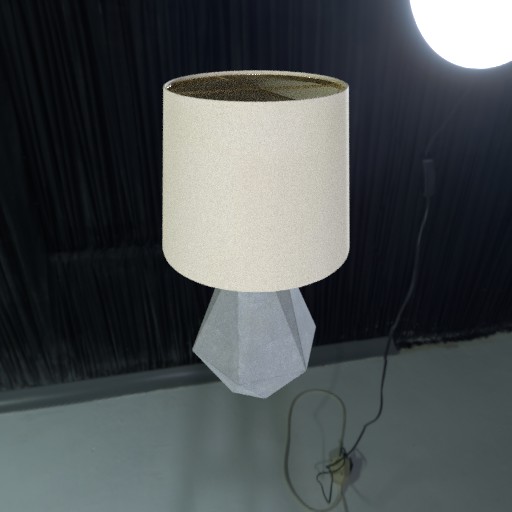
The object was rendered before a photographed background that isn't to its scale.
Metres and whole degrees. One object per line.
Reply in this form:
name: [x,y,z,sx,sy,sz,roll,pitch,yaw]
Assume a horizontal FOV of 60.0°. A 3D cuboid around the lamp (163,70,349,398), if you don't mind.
lamp: [0.000,0.000,0.682,0.276,0.501,0.276,0,30,0]
